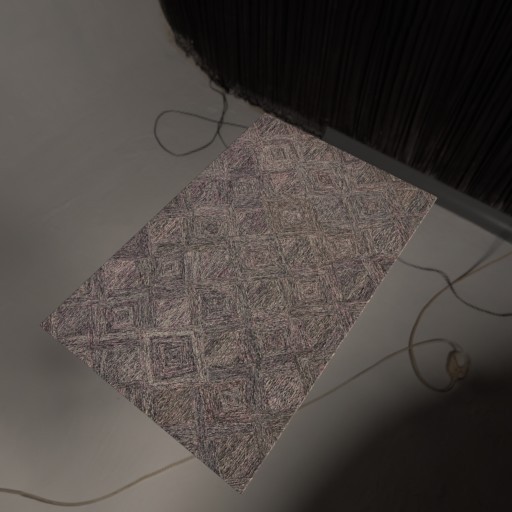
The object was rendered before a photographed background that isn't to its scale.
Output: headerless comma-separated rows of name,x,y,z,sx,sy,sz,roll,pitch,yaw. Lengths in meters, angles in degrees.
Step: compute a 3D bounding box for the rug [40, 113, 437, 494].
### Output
rug,0.000,0.000,2.884,1.501,0.017,2.298,32,63,18
